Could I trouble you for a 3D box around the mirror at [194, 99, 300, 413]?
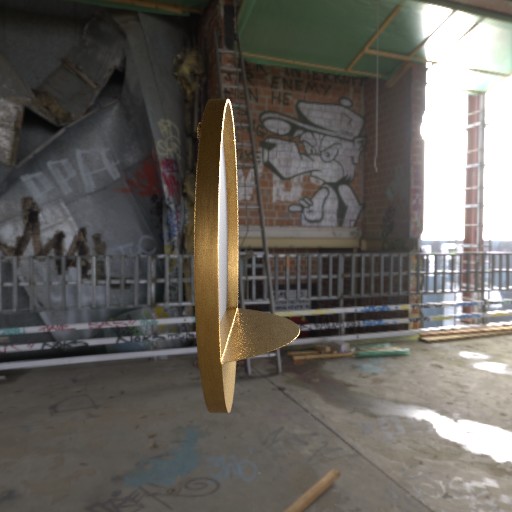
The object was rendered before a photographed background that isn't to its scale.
[{"bbox_3d":[0.000,0.000,0.684,0.133,0.457,0.457,0,2,0],"label":"mirror"}]
